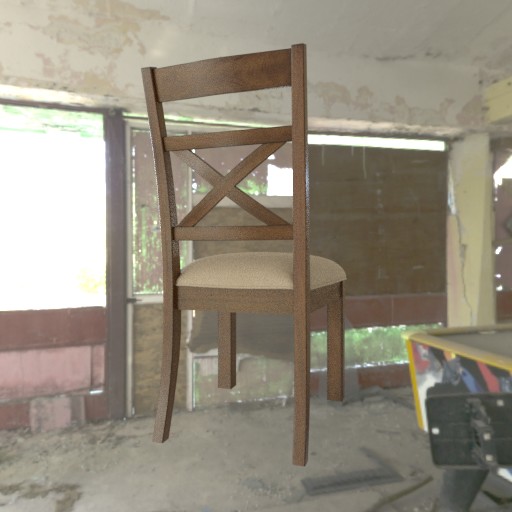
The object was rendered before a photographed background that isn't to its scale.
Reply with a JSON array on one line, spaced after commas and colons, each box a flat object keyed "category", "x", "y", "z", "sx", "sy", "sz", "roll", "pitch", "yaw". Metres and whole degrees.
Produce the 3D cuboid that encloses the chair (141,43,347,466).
[{"category": "chair", "x": 0.000, "y": 0.000, "z": 1.292, "sx": 0.461, "sy": 0.949, "sz": 0.581, "roll": 0, "pitch": 1, "yaw": 19}]
